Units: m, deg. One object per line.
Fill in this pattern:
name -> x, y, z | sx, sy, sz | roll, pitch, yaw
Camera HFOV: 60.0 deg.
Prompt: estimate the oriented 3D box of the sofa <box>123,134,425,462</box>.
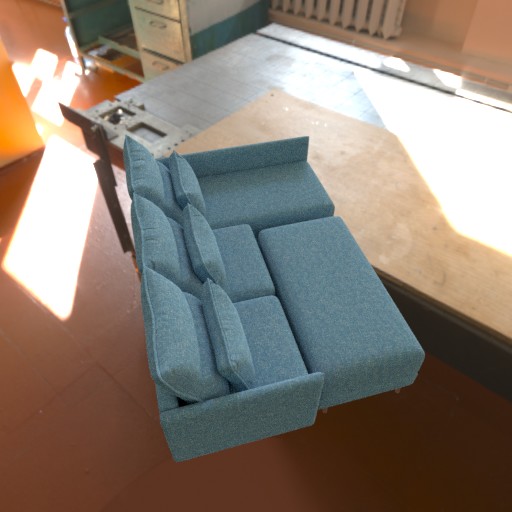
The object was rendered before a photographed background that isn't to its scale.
sofa -> 0.000, 0.000, 2.841 | 1.420, 0.899, 2.034 | -11, 47, -11
